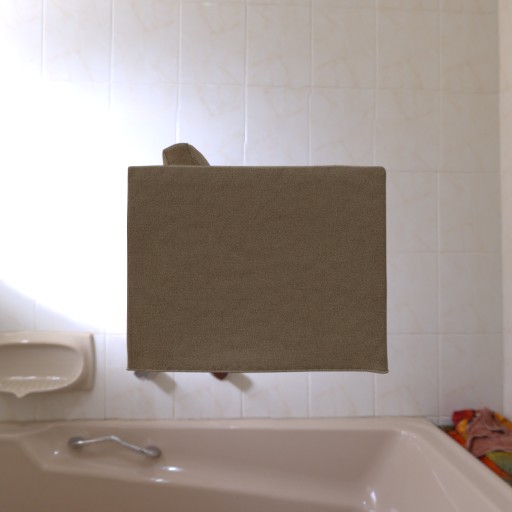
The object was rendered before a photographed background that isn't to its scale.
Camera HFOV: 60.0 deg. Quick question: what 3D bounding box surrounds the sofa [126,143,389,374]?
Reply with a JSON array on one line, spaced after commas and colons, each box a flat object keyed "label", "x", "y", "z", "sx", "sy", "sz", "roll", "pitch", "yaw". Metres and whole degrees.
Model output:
[{"label": "sofa", "x": 0.000, "y": 0.000, "z": 2.687, "sx": 0.962, "sy": 0.853, "sz": 2.312, "roll": 0, "pitch": -1, "yaw": -1}]
